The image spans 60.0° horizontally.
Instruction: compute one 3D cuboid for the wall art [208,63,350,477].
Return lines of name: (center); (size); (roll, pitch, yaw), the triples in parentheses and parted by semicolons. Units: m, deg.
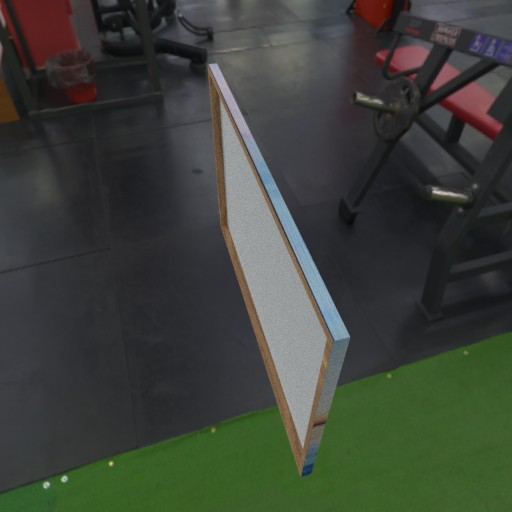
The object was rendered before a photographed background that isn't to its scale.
wall art: (0.000, 0.000, 1.425); (0.034, 0.756, 1.137); (-11, 48, -10)
